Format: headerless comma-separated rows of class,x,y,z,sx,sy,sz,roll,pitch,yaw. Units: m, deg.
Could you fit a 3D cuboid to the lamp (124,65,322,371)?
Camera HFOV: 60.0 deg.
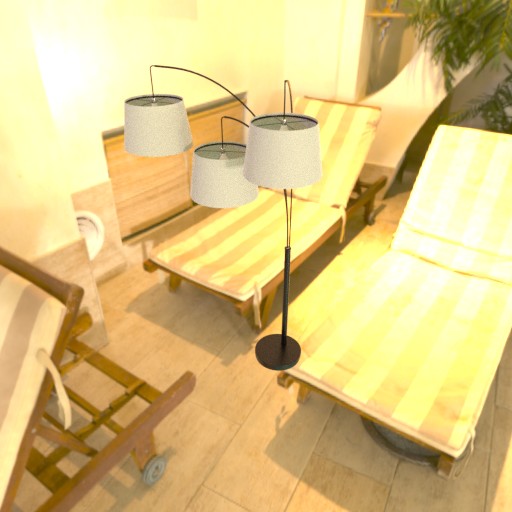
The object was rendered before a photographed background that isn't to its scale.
lamp,0.000,0.000,2.415,0.951,1.950,0.924,19,36,28
